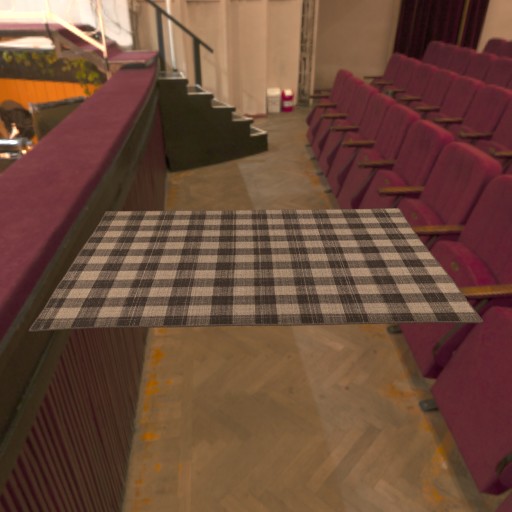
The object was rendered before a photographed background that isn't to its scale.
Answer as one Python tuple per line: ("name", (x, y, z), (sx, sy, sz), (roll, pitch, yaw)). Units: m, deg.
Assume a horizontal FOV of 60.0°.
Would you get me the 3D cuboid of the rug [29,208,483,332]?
("rug", (0.000, 0.000, 3.068), (2.476, 0.011, 1.554), (-1, 30, -1))
